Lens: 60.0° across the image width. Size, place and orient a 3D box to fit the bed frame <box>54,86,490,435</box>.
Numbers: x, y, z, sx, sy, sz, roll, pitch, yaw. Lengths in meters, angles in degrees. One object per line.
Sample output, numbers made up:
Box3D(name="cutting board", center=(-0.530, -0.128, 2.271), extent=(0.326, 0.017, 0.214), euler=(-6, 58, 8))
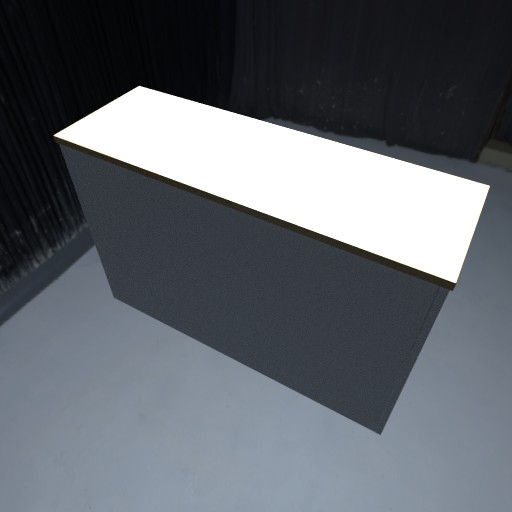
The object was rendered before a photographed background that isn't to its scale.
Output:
Box3D(name="bed frame", center=(0.000, 0.000, 1.669), extent=(1.300, 0.850, 0.430), euler=(22, 49, 21))
